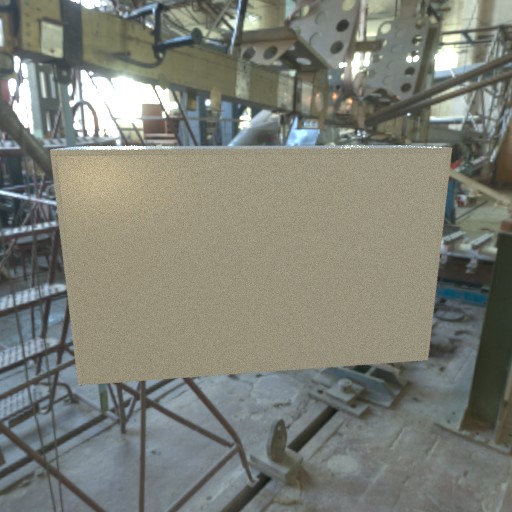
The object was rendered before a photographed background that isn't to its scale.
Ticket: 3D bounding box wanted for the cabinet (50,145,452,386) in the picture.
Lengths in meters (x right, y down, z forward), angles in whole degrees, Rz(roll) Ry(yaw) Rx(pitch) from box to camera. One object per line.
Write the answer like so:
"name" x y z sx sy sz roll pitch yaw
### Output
"cabinet" 0.000 0.000 1.885 1.450 0.900 0.380 -2 16 -8
